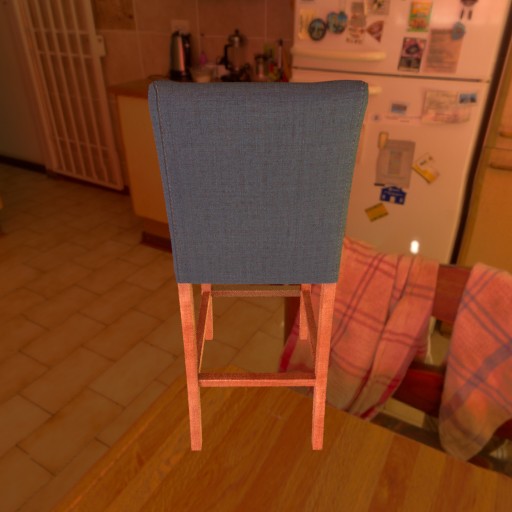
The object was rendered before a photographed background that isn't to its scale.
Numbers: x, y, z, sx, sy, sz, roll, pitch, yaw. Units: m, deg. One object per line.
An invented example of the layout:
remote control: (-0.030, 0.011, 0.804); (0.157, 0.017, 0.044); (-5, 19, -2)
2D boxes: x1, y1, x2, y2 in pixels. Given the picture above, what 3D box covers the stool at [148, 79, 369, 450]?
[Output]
stool: (0.000, 0.000, 1.353); (0.454, 1.088, 0.574); (0, 30, 0)
